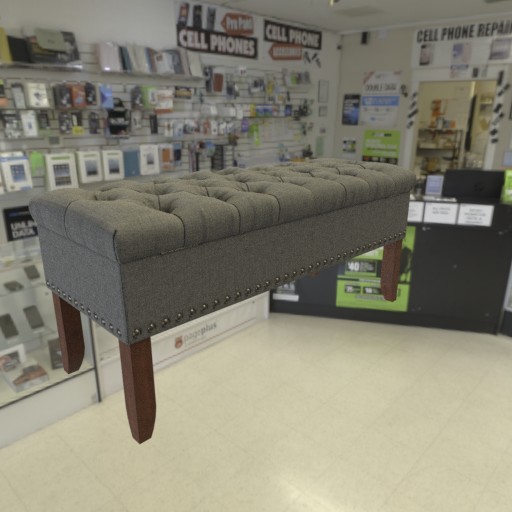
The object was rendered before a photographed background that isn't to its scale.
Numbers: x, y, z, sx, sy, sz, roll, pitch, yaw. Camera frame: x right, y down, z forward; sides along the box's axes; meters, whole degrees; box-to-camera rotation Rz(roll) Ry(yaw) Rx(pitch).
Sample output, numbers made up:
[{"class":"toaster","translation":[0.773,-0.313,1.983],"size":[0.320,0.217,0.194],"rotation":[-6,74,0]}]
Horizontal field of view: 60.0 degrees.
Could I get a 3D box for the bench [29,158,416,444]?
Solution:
[{"class":"bench","translation":[0.000,0.000,1.273],"size":[1.052,0.470,0.417],"rotation":[-17,25,-42]}]
